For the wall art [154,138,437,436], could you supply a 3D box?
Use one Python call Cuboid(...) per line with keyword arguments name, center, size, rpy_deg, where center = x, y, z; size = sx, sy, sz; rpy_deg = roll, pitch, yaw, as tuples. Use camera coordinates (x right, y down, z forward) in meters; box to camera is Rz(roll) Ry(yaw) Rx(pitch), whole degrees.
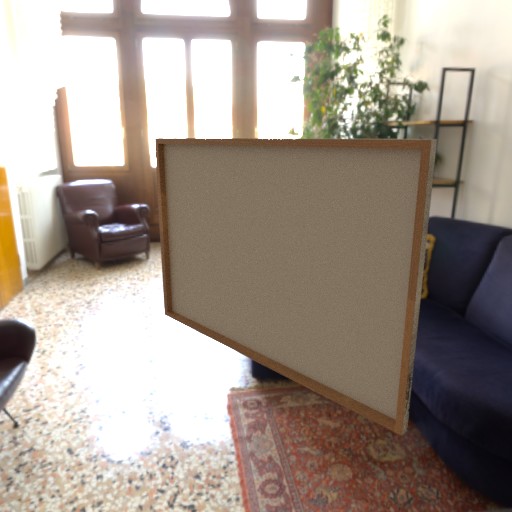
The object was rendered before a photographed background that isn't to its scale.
Cuboid(name="wall art", center=(0.000, 0.000, 1.184), size=(0.023, 0.607, 0.914), rpy_deg=(-14, 21, -42))
